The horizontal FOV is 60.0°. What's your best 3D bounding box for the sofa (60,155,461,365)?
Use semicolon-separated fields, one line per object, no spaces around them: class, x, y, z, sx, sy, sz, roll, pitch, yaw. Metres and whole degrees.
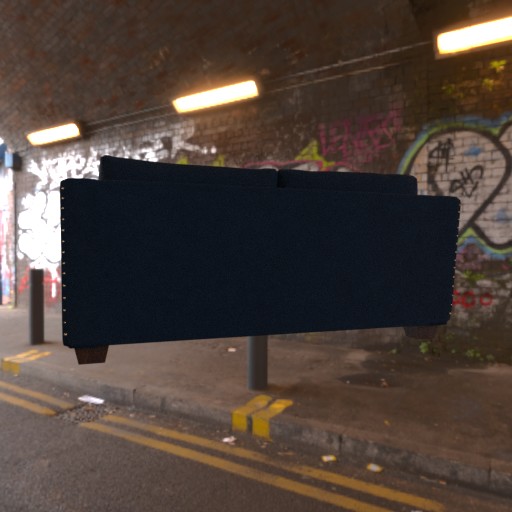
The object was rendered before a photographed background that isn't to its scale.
sofa;0.000;0.000;2.719;2.107;0.983;1.104;0;1;-18
